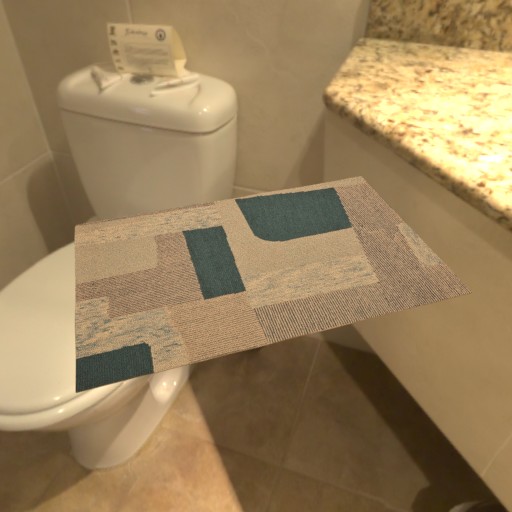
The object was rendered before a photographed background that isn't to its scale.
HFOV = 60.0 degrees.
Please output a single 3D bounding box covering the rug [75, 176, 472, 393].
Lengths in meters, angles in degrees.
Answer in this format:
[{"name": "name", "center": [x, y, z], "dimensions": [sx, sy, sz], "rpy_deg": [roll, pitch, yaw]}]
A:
[{"name": "rug", "center": [0.000, 0.000, 3.117], "dimensions": [2.436, 0.015, 1.521], "rpy_deg": [-11, 42, -13]}]
